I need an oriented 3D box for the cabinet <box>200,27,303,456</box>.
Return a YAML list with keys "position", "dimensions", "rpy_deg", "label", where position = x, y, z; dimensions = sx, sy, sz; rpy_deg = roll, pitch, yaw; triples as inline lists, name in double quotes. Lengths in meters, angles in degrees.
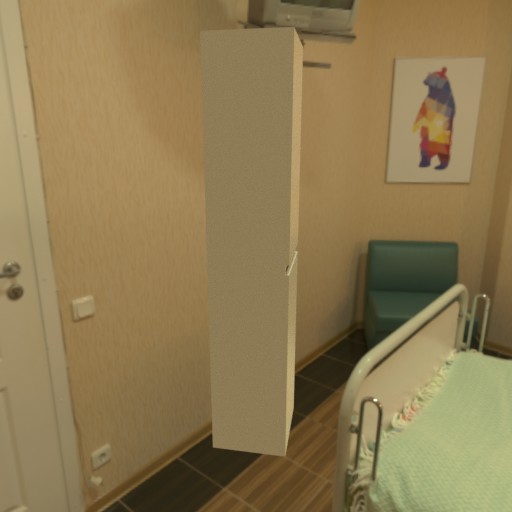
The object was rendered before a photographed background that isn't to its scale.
- position: [0.000, 0.000, 1.569]
  dimensions: [0.269, 1.400, 0.300]
  rpy_deg: [3, 16, 10]
  label: "cabinet"
